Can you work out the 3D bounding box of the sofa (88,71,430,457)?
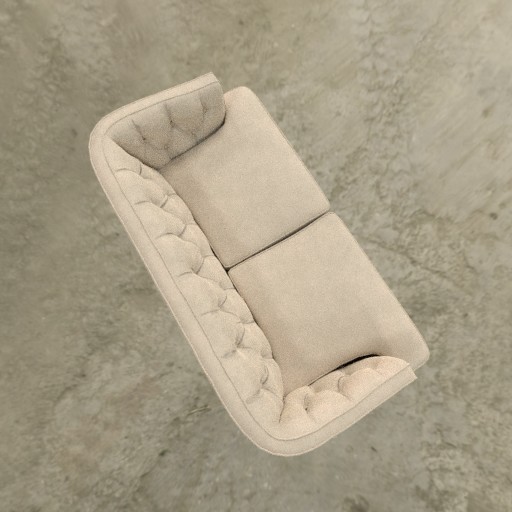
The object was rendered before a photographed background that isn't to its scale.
[{"bbox_3d":[0.000,0.000,2.244,0.940,0.878,1.731,-30,78,-7],"label":"sofa"}]
